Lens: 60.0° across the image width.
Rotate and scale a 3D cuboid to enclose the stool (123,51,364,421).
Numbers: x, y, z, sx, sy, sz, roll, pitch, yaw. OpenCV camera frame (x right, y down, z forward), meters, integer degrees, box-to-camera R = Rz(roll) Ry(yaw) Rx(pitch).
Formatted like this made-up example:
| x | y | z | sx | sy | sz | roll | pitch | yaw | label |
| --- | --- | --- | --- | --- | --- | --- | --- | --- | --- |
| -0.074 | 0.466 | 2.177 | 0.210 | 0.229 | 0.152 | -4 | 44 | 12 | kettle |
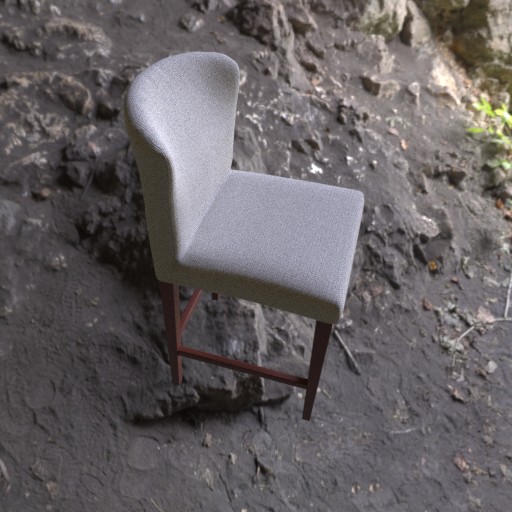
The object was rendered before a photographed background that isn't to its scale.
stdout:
| x | y | z | sx | sy | sz | roll | pitch | yaw | label |
| --- | --- | --- | --- | --- | --- | --- | --- | --- | --- |
| 0.000 | 0.000 | 1.349 | 0.568 | 1.069 | 0.481 | 12 | 47 | 11 | stool |
